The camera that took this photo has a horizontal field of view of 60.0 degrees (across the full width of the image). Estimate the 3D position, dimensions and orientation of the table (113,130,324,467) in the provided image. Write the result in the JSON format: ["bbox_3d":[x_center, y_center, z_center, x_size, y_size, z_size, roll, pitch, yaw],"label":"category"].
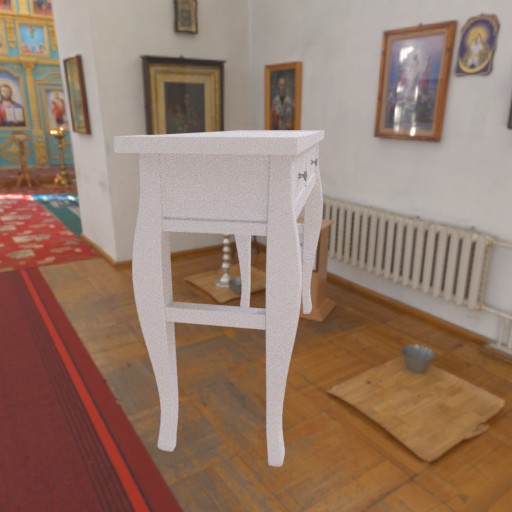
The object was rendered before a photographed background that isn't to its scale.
[{"bbox_3d":[0.000,0.000,1.430,0.373,0.768,1.062,3,17,11],"label":"table"}]
